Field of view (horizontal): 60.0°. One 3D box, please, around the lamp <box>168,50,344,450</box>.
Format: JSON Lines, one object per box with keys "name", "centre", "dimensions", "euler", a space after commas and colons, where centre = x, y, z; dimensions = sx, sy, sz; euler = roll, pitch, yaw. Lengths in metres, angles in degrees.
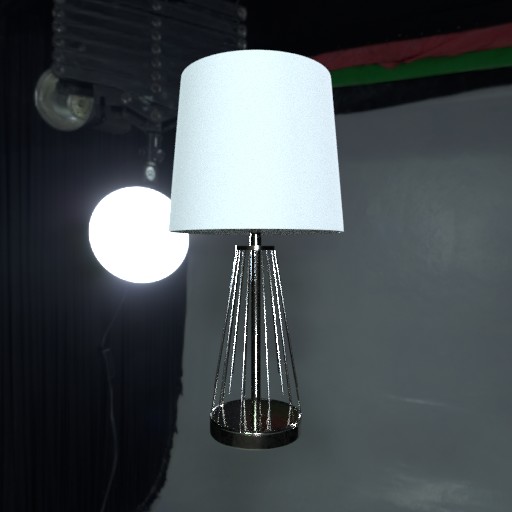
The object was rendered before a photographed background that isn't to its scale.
{"name": "lamp", "centre": [0.000, 0.000, 0.781], "dimensions": [0.303, 0.618, 0.303], "euler": [0, 1, 0]}
